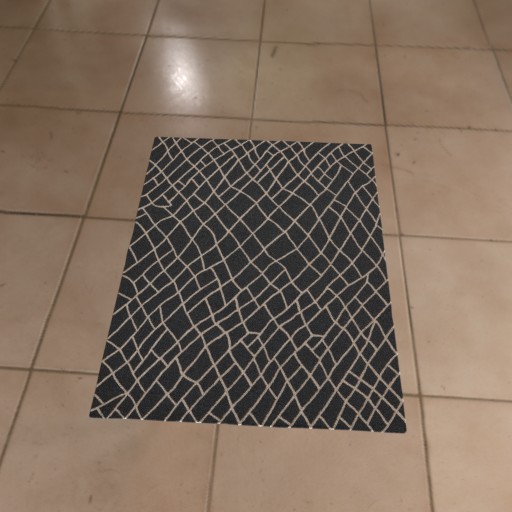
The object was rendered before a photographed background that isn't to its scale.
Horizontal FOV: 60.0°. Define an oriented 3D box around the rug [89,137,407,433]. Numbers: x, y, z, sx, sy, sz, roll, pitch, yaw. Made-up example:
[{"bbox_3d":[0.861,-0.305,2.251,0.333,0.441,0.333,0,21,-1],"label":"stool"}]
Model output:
[{"bbox_3d":[0.000,0.000,4.176,2.439,0.022,3.047,2,58,1],"label":"rug"}]
